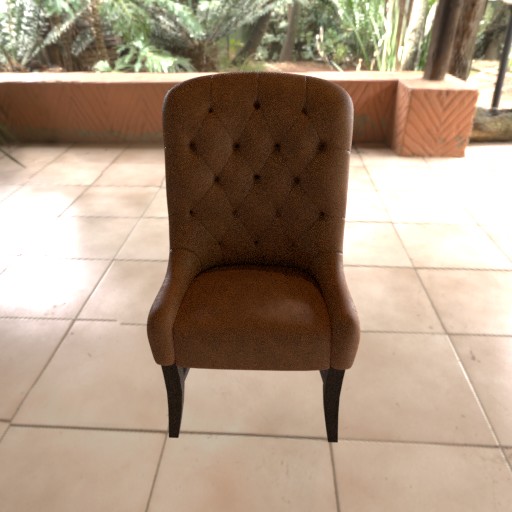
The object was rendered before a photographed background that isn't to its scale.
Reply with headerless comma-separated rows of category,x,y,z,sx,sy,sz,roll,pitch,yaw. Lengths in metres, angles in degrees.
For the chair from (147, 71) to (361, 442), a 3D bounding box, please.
chair,0.000,0.000,1.500,0.634,1.091,0.629,1,30,2
